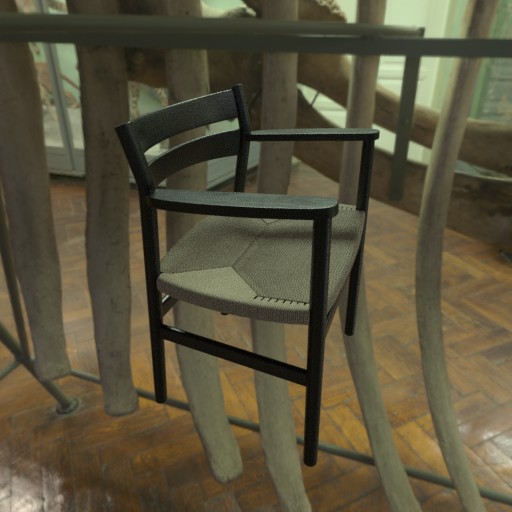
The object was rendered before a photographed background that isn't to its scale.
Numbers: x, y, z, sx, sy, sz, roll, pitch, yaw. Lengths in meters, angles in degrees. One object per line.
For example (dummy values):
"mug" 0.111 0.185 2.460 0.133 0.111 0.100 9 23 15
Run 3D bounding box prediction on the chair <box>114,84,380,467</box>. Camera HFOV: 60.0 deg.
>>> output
"chair" 0.000 0.000 1.169 0.508 0.775 0.630 10 30 18
